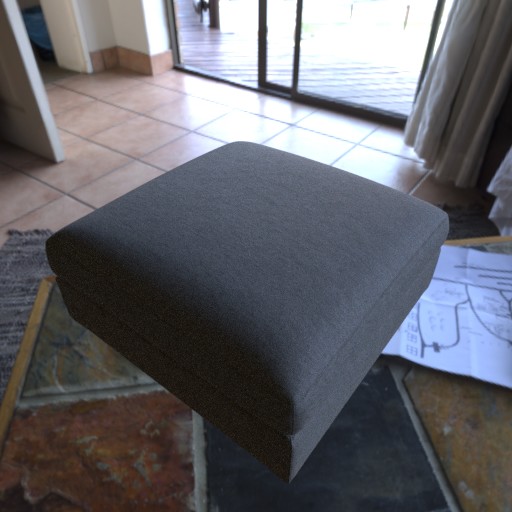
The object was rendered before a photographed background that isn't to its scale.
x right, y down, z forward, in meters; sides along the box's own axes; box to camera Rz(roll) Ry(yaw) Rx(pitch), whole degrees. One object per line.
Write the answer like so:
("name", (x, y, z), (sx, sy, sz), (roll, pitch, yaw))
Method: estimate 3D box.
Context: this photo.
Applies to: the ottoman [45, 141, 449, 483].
("ottoman", (0.000, 0.000, 1.614), (1.041, 0.470, 1.041), (26, 46, 29))
